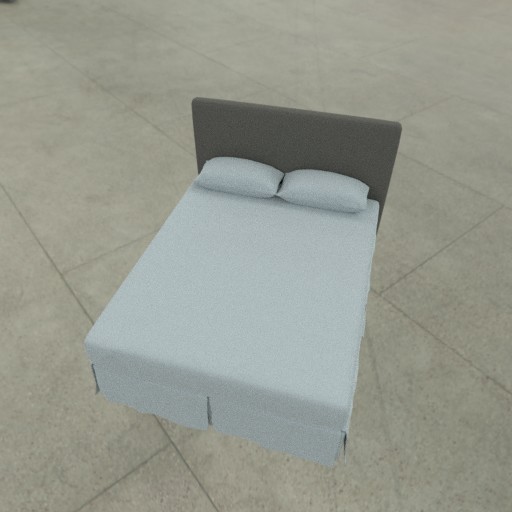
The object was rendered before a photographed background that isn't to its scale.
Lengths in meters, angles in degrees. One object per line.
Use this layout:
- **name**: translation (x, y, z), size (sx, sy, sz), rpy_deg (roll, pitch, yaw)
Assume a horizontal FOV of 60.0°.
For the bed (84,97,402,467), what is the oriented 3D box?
- **bed**: translation (0.000, 0.000, 3.204), size (1.748, 1.330, 2.142), rpy_deg (11, 44, 12)
